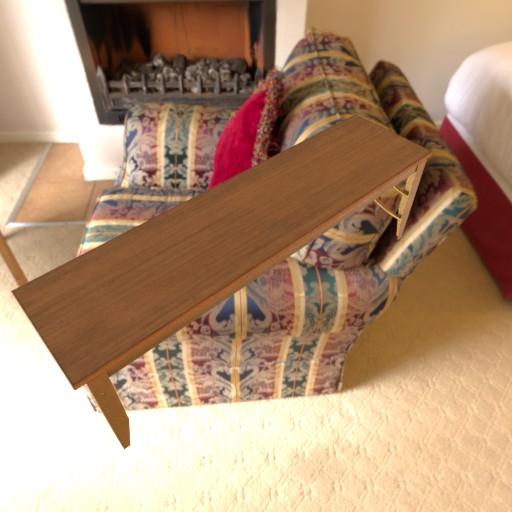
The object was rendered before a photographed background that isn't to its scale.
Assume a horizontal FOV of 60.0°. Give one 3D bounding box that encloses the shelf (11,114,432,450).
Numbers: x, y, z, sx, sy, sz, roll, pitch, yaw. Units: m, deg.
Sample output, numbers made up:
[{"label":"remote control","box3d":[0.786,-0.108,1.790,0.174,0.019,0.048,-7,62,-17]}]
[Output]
[{"label":"shelf","box3d":[0.000,0.000,0.700,0.636,0.190,0.166,-33,54,-27]}]
